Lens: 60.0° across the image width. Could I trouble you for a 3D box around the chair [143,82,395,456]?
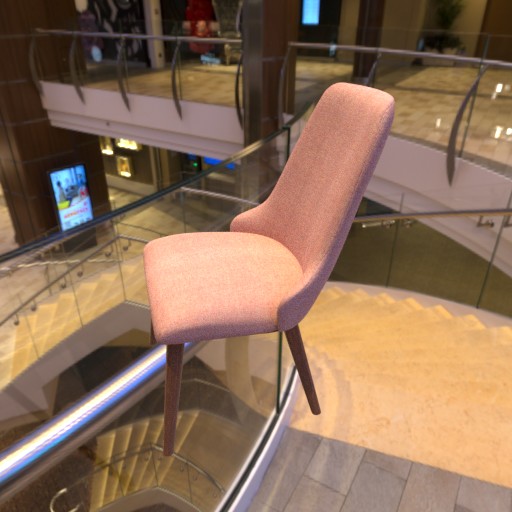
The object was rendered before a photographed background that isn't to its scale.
[{"bbox_3d":[0.000,0.000,1.334,0.707,0.918,0.535,-8,31,-13],"label":"chair"}]
